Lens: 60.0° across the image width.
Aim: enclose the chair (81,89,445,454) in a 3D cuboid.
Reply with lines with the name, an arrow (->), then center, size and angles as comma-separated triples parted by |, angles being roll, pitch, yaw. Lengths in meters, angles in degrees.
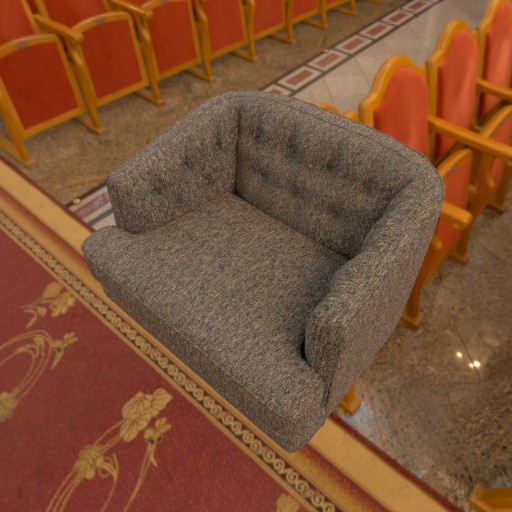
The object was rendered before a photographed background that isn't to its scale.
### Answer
chair -> 0.000, 0.000, 1.745 | 1.104, 0.852, 0.941 | 32, 54, 27
